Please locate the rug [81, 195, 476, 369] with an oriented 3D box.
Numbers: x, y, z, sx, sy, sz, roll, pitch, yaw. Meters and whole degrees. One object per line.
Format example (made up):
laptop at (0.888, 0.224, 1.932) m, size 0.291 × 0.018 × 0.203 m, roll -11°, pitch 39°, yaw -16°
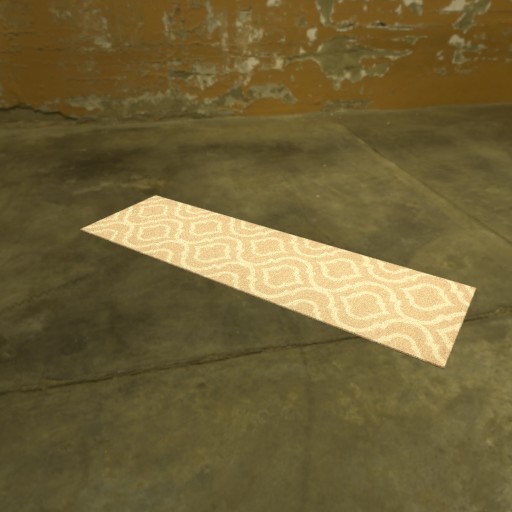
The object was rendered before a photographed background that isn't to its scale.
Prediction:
rug at (0.000, 0.000, 2.597) m, size 2.289 × 0.013 × 0.691 m, roll 18°, pitch 35°, yaw 28°
